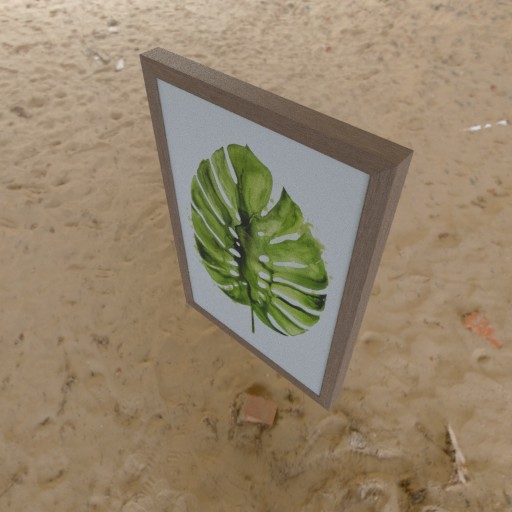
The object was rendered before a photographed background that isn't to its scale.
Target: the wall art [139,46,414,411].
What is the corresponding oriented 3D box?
[{"bbox_3d":[0.000,0.000,0.666,0.358,0.510,0.032,32,55,27],"label":"wall art"}]
